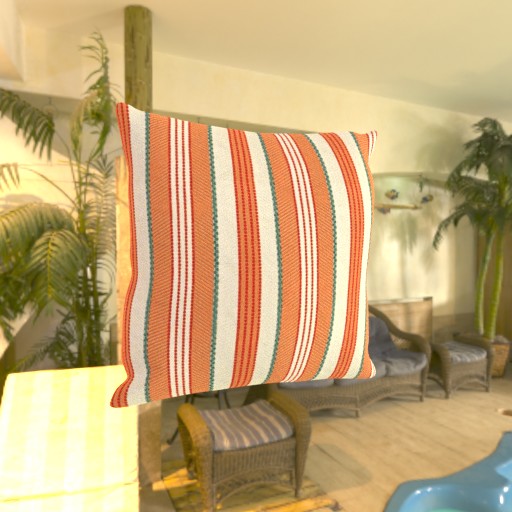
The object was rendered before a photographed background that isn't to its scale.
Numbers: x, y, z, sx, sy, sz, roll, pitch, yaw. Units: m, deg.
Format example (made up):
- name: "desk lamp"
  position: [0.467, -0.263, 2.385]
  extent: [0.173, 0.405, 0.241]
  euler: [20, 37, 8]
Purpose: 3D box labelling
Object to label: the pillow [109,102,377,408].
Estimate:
- name: "pillow"
  position: [0.000, 0.000, 0.697]
  extent: [0.440, 0.441, 0.182]
  euler: [0, 1, -18]
